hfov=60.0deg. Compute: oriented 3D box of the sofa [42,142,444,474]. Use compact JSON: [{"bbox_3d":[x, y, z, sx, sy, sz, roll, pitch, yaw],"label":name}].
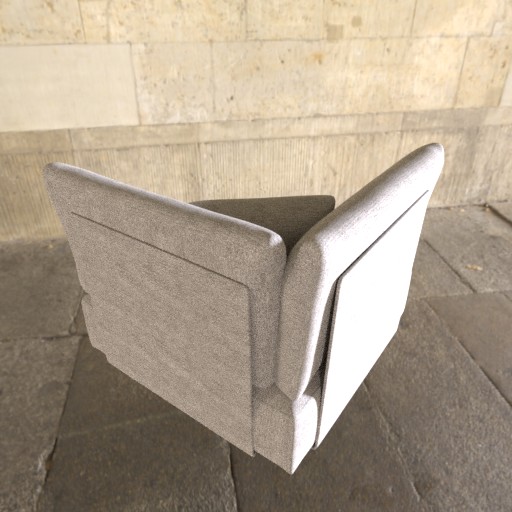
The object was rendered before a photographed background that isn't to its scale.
[{"bbox_3d":[0.000,0.000,1.698,1.000,0.820,1.000,21,37,30],"label":"sofa"}]
